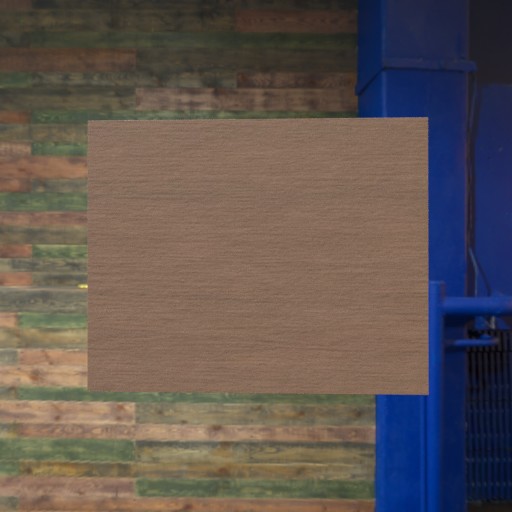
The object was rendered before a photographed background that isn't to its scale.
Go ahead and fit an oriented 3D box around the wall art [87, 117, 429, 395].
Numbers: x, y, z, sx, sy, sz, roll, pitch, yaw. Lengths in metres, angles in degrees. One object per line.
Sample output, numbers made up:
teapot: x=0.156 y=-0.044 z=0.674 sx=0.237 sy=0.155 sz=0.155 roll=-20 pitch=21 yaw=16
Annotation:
wall art: x=0.000 y=0.000 z=0.665 sx=0.508 sy=0.408 sz=0.010 roll=0 pitch=0 yaw=2
